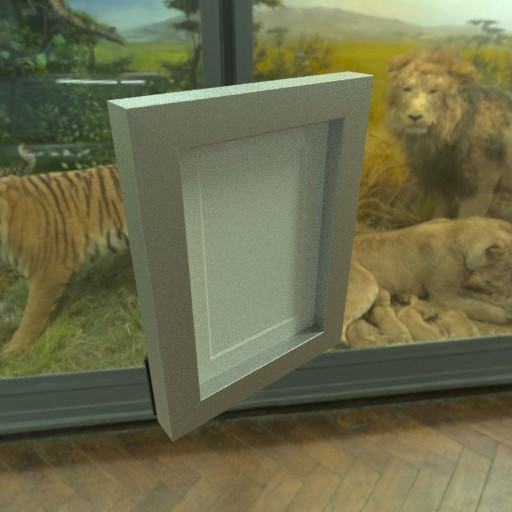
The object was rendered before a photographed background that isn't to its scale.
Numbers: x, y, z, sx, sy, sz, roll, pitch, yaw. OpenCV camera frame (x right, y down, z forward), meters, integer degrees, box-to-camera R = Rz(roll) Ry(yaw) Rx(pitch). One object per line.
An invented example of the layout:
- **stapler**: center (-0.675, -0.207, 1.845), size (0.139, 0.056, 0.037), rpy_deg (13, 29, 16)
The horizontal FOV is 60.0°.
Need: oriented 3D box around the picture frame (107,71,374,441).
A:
- **picture frame**: center (0.000, 0.000, 0.285), size (0.157, 0.208, 0.028), rpy_deg (-21, 36, -32)
